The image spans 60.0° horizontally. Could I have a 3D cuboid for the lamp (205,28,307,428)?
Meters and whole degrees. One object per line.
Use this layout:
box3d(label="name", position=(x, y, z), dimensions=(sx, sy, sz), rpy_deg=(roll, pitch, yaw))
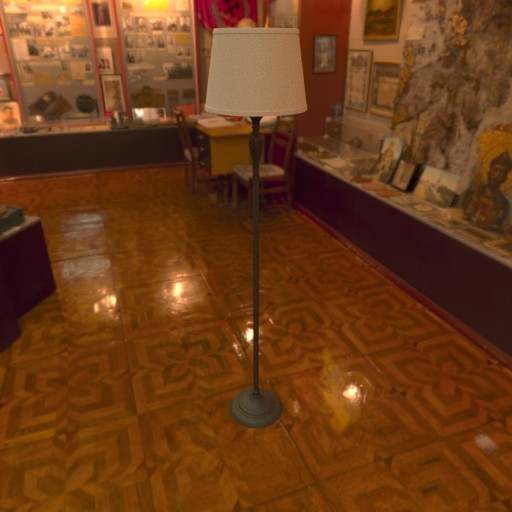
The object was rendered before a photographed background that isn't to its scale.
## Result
box3d(label="lamp", position=(0.000, 0.000, 1.651), dimensions=(0.327, 1.506, 0.327), rpy_deg=(-8, 27, -16))
